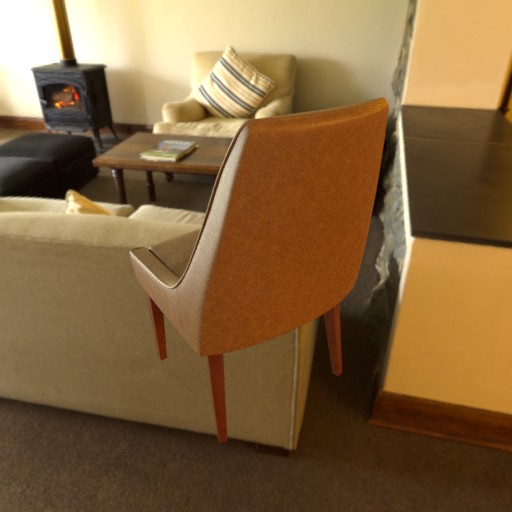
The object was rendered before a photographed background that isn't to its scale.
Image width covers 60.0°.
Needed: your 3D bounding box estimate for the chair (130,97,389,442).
[{"bbox_3d":[0.000,0.000,1.200,0.529,0.861,0.544,-19,36,-29],"label":"chair"}]
